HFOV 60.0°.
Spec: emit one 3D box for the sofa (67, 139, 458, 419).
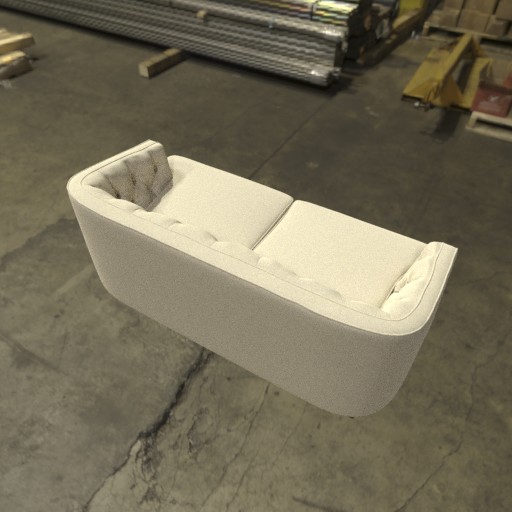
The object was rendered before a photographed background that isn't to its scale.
[{"bbox_3d":[0.000,0.000,2.251,1.733,0.855,0.941,23,51,21],"label":"sofa"}]
